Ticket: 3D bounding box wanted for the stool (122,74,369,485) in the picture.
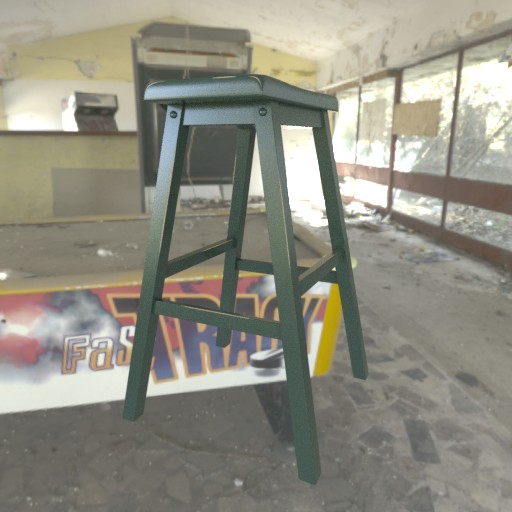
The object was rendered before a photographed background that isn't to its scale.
[{"bbox_3d":[0.000,0.000,1.045,0.476,0.737,0.457,7,16,25],"label":"stool"}]
